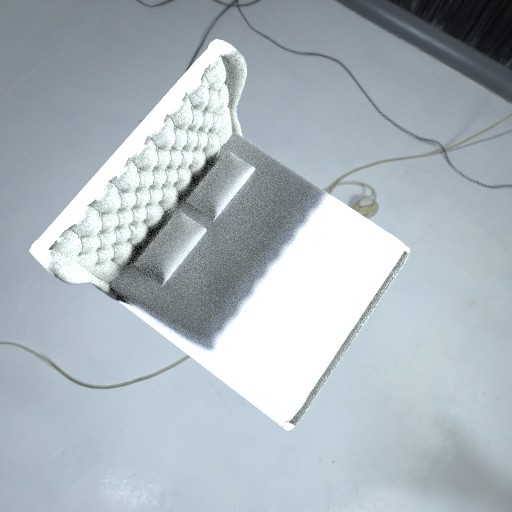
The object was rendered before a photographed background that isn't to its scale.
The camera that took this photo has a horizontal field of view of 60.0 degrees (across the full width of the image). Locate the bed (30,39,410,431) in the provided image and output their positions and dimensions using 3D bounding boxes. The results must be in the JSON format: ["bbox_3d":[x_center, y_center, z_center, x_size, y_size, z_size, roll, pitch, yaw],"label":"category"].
[{"bbox_3d":[0.000,0.000,3.923,2.347,1.771,2.219,35,78,8],"label":"bed"}]
